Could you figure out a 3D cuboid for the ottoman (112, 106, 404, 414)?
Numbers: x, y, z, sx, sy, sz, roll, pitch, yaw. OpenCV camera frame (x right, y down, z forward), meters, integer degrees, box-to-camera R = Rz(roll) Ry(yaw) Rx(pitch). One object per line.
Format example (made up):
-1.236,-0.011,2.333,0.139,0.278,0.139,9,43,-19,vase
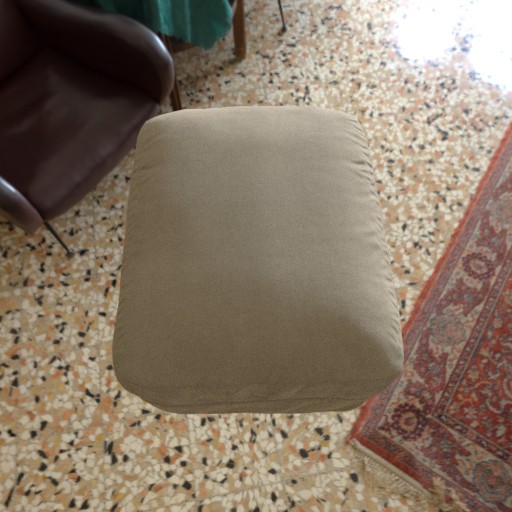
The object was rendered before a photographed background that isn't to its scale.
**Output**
0.000,0.000,1.100,0.584,0.480,0.712,-2,64,-1,ottoman
